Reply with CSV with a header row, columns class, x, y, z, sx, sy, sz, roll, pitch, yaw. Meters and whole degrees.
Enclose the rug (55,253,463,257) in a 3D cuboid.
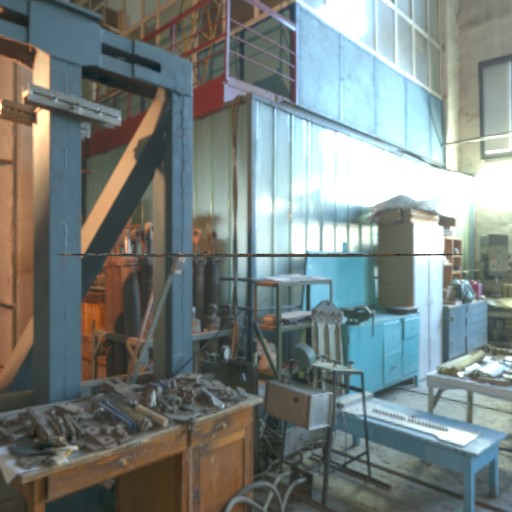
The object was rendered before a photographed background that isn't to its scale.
class,x,y,z,sx,sy,sz,roll,pitch,yaw
rug,0.000,0.000,4.156,2.379,0.011,3.221,0,0,-1
